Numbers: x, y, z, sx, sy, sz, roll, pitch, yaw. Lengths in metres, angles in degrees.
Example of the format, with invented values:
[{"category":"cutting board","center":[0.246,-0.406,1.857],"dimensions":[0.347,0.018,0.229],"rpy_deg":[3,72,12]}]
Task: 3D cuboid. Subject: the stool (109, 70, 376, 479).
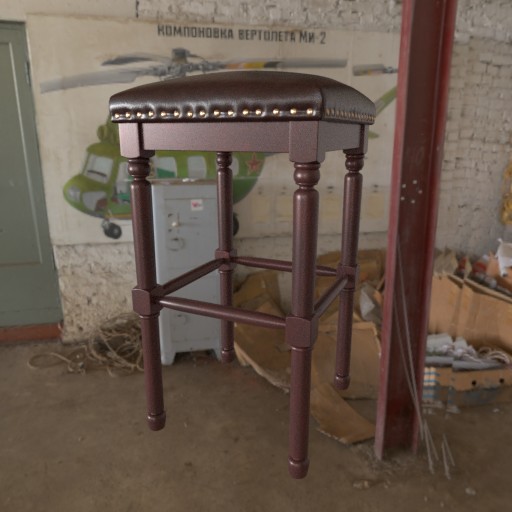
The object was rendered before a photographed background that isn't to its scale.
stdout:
[{"category":"stool","center":[0.000,0.000,0.915],"dimensions":[0.382,0.702,0.383],"rpy_deg":[7,17,24]}]
